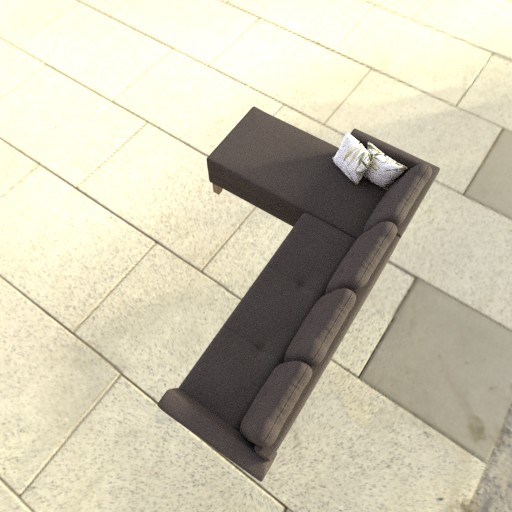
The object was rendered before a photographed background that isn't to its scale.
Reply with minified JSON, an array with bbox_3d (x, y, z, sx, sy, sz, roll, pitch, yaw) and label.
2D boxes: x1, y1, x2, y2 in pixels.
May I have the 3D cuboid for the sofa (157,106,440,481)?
[{"bbox_3d":[0.000,0.000,3.555,1.829,0.932,2.679,30,67,14],"label":"sofa"}]
